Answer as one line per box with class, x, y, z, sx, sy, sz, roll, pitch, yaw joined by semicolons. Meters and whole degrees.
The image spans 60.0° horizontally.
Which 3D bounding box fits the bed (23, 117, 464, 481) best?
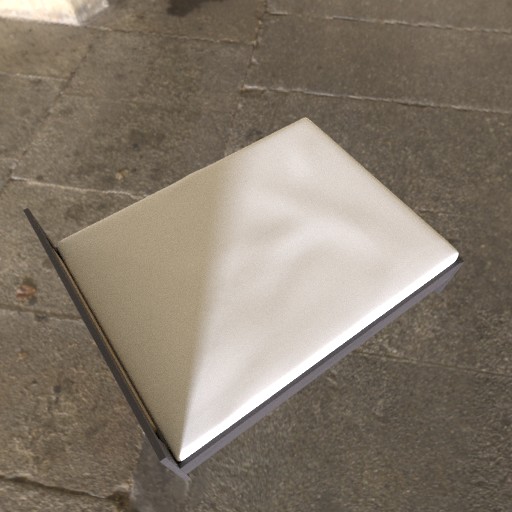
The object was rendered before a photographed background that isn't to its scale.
bed;0.000;0.000;2.805;2.073;0.823;1.585;-31;63;-18
